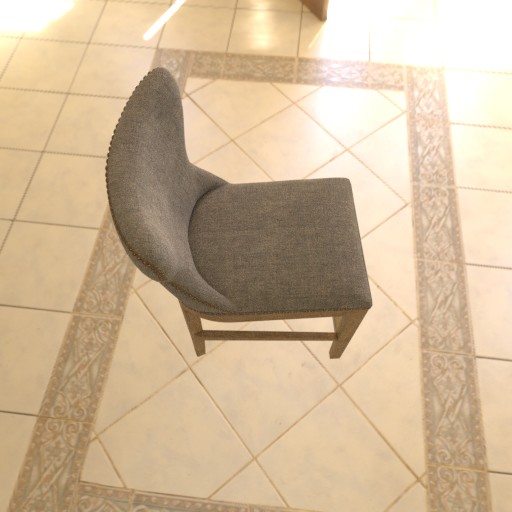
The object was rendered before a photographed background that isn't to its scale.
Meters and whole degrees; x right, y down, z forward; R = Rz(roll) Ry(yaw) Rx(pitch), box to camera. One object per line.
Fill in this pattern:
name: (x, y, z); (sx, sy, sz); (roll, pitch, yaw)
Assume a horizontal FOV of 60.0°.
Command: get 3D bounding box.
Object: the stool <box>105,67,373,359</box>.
stool: (0.000, 0.000, 1.311); (0.608, 0.981, 0.498); (-3, 63, -1)
